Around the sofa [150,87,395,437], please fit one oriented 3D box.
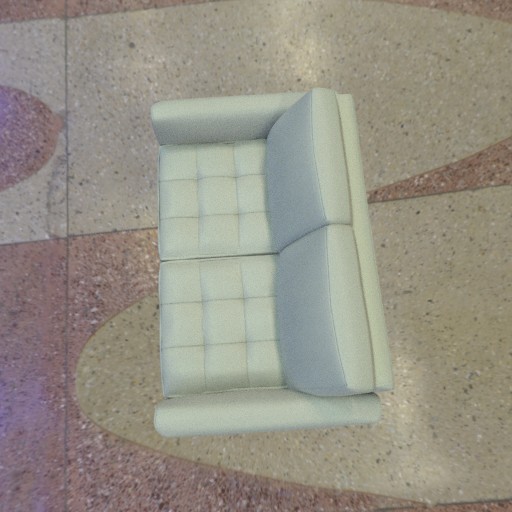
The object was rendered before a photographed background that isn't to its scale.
[{"bbox_3d":[0.000,0.000,2.424,1.121,0.930,1.819,-4,75,-1],"label":"sofa"}]
